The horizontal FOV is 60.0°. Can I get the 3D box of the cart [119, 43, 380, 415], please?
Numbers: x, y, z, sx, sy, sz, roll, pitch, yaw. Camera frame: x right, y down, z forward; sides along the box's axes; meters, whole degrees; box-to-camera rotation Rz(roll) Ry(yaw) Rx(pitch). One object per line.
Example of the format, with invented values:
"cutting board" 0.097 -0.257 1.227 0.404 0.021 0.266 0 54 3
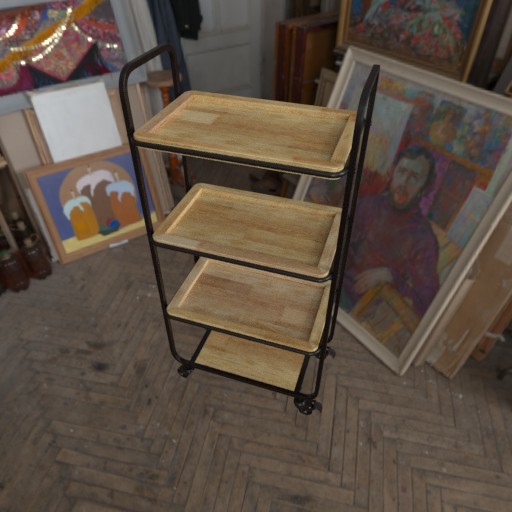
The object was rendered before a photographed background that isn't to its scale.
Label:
"cart" 0.000 0.000 1.303 0.545 1.080 0.321 12 42 14
